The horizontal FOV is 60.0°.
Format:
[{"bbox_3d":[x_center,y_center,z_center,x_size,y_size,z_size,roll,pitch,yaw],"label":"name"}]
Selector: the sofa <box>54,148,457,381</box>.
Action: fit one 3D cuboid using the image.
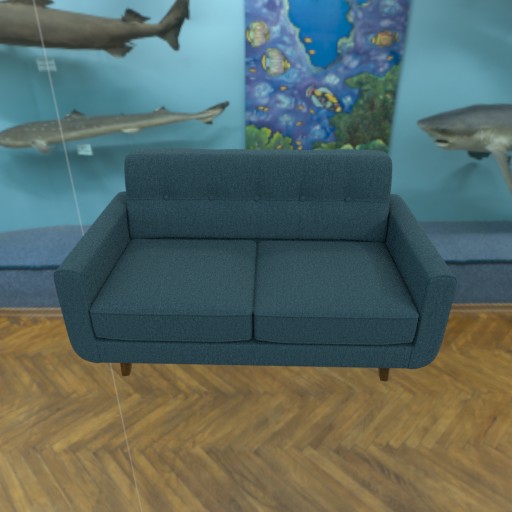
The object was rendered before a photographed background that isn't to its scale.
[{"bbox_3d":[0.000,0.000,2.261,1.651,0.896,0.942,1,29,1],"label":"sofa"}]
